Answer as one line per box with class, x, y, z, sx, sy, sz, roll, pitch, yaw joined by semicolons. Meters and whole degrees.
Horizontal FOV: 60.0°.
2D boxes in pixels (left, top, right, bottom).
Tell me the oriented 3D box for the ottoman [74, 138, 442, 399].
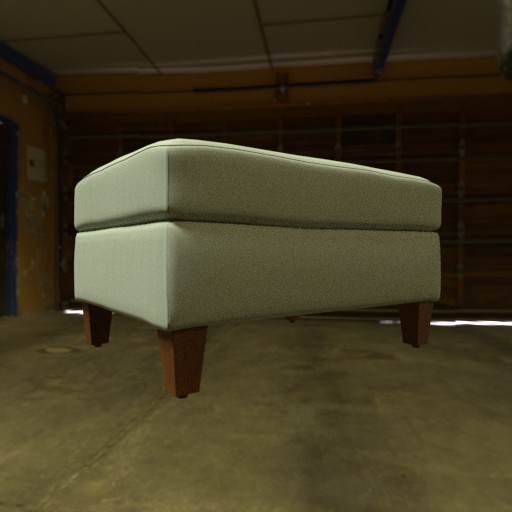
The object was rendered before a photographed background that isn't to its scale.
ottoman;0.000;0.000;1.206;0.818;0.496;0.634;0;1;-36
